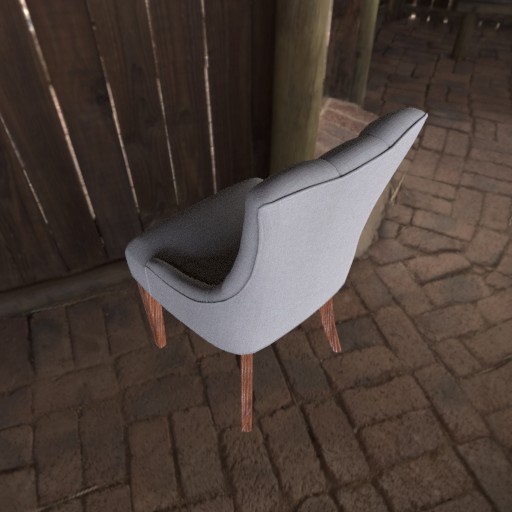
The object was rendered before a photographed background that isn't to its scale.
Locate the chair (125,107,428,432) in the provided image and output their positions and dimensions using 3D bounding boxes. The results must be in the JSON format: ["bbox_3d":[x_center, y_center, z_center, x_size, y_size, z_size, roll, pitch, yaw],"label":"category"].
[{"bbox_3d":[0.000,0.000,1.176,0.509,0.874,0.565,-32,53,-29],"label":"chair"}]
